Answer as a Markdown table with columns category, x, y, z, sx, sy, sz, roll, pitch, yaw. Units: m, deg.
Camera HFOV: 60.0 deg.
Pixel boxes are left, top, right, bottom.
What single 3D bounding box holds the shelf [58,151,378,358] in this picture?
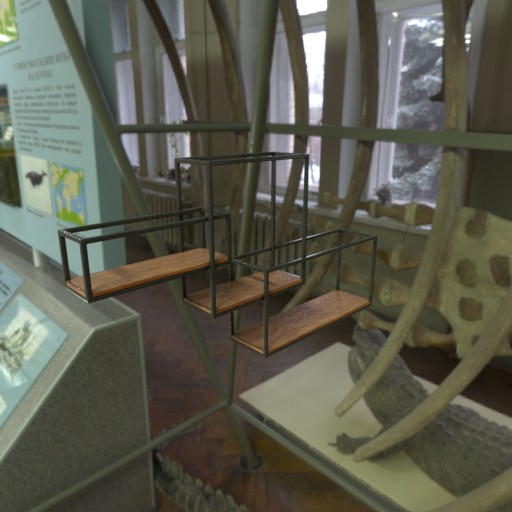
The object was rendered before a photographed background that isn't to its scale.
| category | x | y | z | sx | sy | sz | roll | pitch | yaw |
| --- | --- | --- | --- | --- | --- | --- | --- | --- | --- |
| shelf | 0.000 | 0.000 | 2.185 | 1.781 | 0.972 | 0.275 | -15 | 23 | -41 |
